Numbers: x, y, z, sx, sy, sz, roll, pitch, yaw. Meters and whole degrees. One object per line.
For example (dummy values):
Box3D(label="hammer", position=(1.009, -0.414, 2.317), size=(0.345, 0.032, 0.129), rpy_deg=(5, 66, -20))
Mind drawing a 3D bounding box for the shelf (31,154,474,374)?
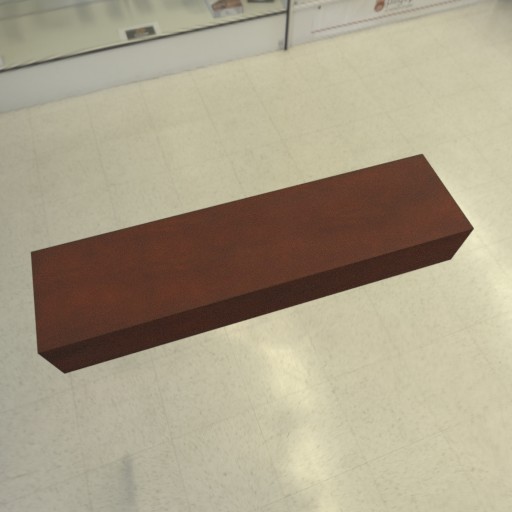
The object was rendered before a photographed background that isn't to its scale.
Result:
Box3D(label="shelf", position=(0.000, 0.000, 0.661), size=(0.607, 0.088, 0.152), rpy_deg=(-15, 60, -9))
